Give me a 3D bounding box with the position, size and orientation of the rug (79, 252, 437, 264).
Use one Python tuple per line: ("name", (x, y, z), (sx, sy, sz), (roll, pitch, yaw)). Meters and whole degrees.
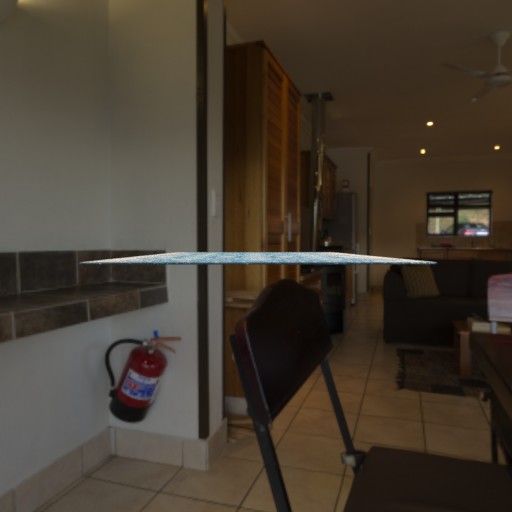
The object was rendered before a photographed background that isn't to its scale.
("rug", (0.000, 0.000, 2.245), (1.102, 0.008, 1.795), (0, 1, 0))
